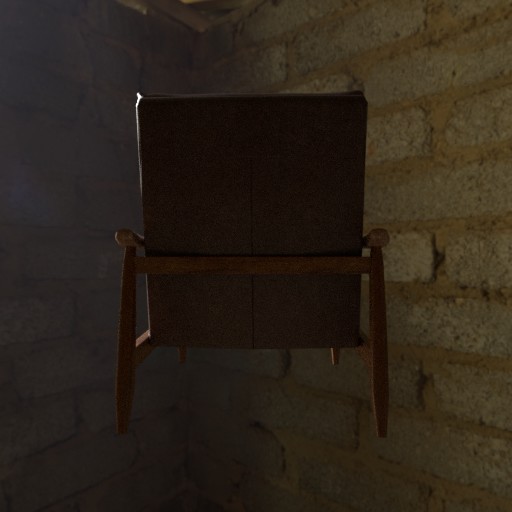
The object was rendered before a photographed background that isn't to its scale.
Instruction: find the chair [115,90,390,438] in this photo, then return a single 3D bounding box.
[{"bbox_3d":[0.000,0.000,1.499,0.782,0.897,0.830,0,0,2],"label":"chair"}]
